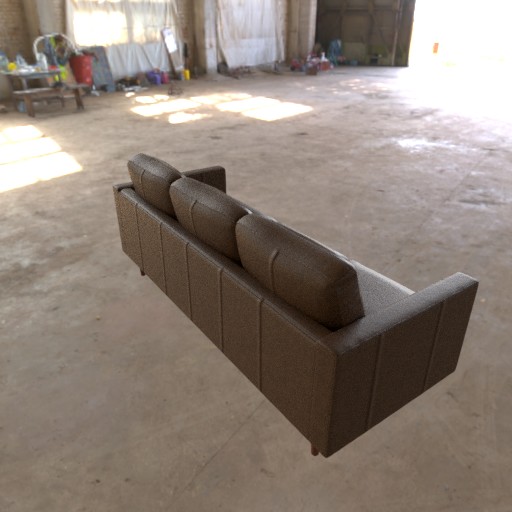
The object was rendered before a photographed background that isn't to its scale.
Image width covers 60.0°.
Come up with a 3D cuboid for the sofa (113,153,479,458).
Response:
[{"bbox_3d":[0.000,0.000,2.639,0.903,0.930,2.231,-18,32,-31],"label":"sofa"}]
